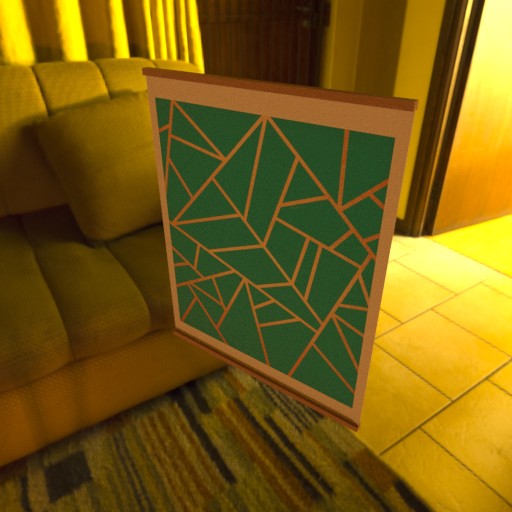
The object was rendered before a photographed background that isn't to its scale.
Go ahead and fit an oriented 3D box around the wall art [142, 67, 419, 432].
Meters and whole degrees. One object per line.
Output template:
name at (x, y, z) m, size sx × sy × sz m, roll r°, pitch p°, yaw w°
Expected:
wall art at (0.000, 0.000, 0.683) m, size 0.405 × 0.508 × 0.012 m, roll 20°, pitch 36°, yaw 30°
